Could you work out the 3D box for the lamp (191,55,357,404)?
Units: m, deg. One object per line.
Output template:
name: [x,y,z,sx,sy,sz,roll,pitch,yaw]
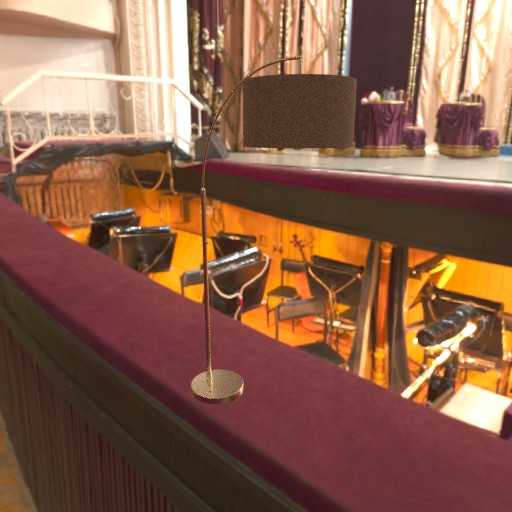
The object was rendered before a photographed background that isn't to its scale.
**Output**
lamp: [0.000,0.000,2.143,0.934,1.735,0.452,15,21,42]
